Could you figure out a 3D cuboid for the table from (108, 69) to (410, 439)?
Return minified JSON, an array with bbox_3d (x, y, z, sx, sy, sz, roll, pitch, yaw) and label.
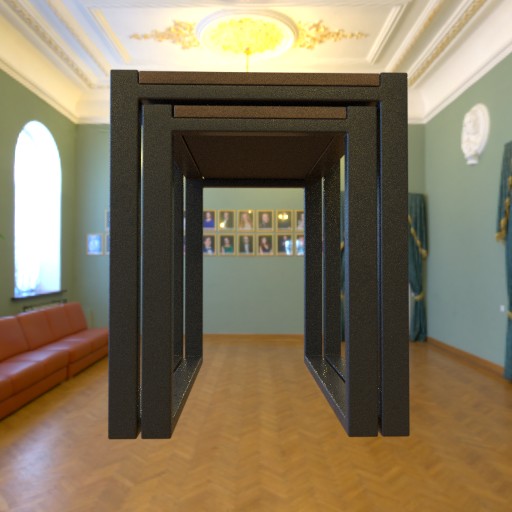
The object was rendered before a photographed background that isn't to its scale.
[{"bbox_3d":[0.000,0.000,0.910,0.449,0.550,0.500,0,-1,-1],"label":"table"}]
